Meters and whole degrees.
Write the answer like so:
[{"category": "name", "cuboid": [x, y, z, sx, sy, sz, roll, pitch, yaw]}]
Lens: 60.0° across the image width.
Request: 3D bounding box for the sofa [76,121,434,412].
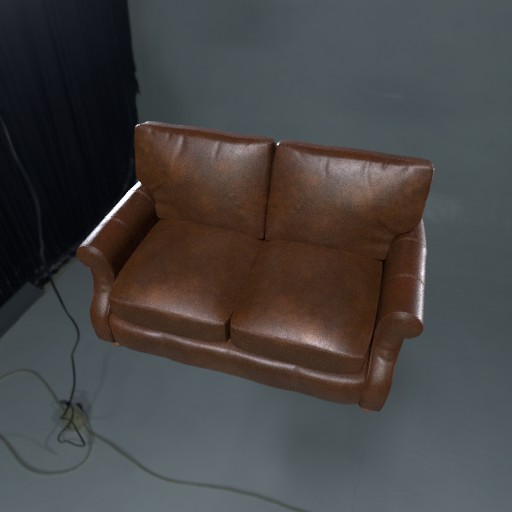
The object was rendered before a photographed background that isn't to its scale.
[{"category": "sofa", "cuboid": [0.000, 0.000, 2.246, 1.616, 0.976, 0.990, 11, 42, 12]}]
